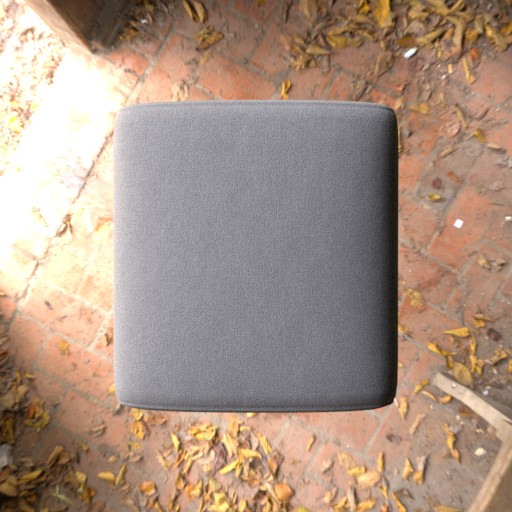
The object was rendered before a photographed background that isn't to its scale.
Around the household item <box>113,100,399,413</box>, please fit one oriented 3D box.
[{"bbox_3d":[0.000,0.000,0.898,0.530,0.410,0.530,0,90,0],"label":"household item"}]
